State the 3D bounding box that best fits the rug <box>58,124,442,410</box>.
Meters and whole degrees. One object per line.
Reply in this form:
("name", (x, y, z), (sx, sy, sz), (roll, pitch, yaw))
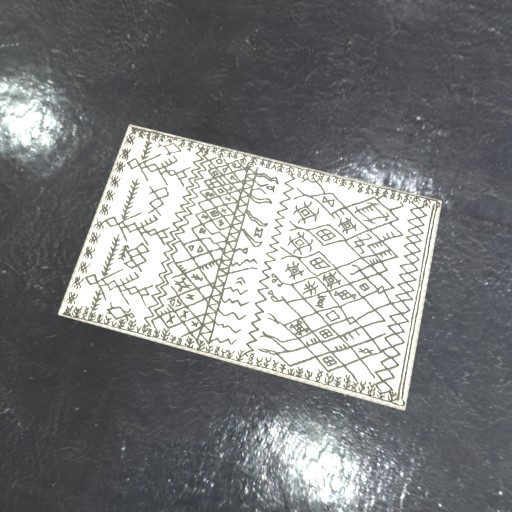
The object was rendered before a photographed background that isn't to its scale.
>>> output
("rug", (0.000, 0.000, 3.182), (2.444, 0.012, 1.526), (15, 76, 4))
